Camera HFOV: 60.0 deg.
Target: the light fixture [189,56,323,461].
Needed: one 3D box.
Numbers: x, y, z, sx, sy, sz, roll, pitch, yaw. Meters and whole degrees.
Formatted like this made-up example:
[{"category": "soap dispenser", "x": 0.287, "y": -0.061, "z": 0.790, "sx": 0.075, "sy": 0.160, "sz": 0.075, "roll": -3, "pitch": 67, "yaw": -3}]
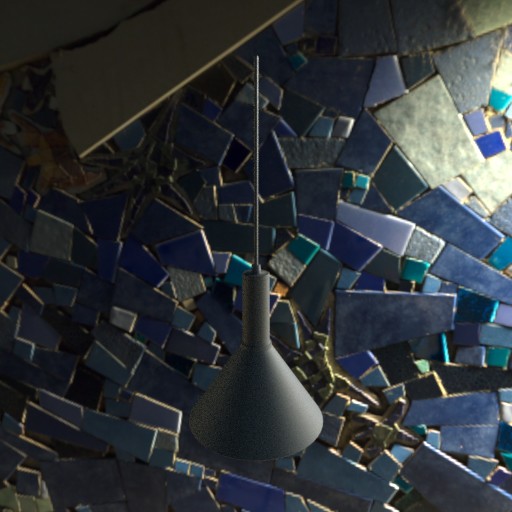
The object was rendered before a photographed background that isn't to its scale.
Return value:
[{"category": "light fixture", "x": 0.000, "y": 0.000, "z": 0.816, "sx": 0.267, "sy": 0.683, "sz": 0.267, "roll": 7, "pitch": 15, "yaw": 26}]
